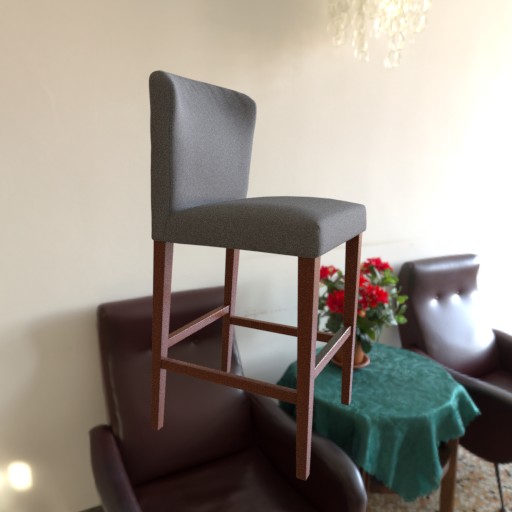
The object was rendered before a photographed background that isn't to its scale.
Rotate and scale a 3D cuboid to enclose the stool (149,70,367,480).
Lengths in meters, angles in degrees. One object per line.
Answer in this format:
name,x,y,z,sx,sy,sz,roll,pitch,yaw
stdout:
stool,0.000,0.000,1.347,0.568,1.069,0.481,6,14,27
